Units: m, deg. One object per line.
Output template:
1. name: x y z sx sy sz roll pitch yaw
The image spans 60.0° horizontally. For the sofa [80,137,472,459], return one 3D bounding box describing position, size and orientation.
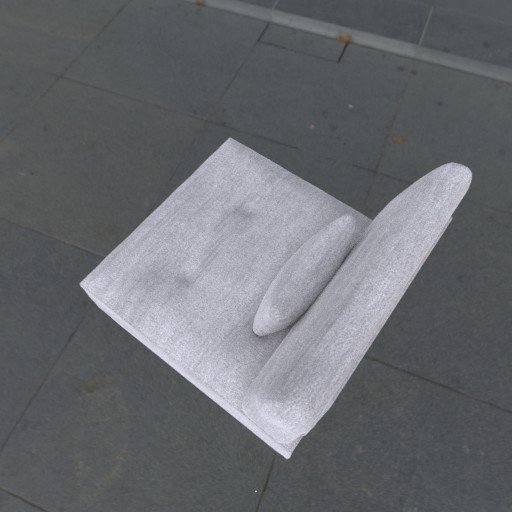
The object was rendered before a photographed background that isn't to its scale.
1. sofa: 0.000 0.000 1.638 1.000 0.820 0.930 34 67 16
